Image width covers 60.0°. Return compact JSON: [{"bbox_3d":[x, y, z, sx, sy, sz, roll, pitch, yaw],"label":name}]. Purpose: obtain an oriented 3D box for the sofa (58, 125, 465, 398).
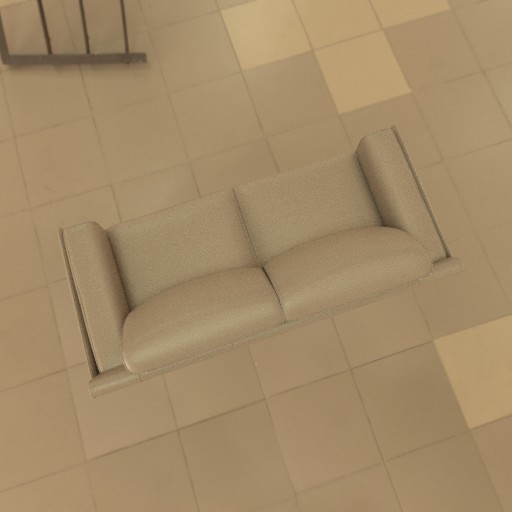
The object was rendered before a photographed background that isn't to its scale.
[{"bbox_3d":[0.000,0.000,2.590,2.101,0.930,1.049,-18,77,-4],"label":"sofa"}]
